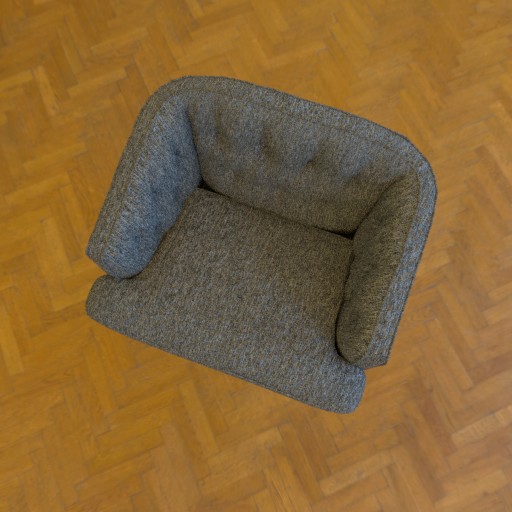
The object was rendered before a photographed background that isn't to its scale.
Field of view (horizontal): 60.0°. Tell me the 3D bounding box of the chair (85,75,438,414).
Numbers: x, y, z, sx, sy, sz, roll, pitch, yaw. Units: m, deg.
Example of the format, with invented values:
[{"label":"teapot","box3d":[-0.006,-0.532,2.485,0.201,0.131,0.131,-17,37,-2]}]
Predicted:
[{"label":"chair","box3d":[0.000,0.000,1.777,1.104,0.852,0.941,19,75,5]}]
